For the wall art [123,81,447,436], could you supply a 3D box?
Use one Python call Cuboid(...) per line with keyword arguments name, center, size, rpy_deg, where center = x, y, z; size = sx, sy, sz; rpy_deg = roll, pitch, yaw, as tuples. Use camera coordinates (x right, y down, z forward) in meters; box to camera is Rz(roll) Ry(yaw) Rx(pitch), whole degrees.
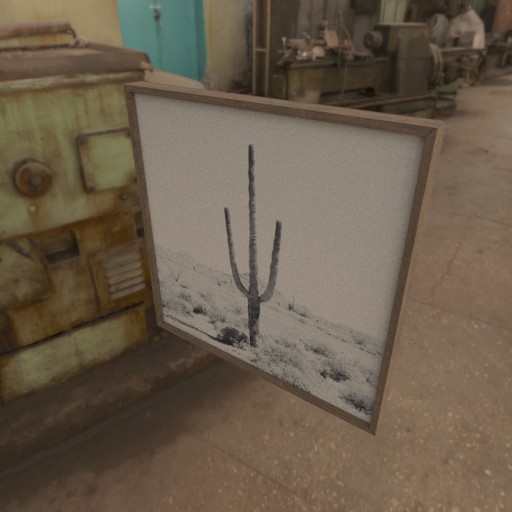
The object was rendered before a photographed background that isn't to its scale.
Cuboid(name="wall art", center=(0.000, 0.000, 0.749), size=(0.508, 0.508, 0.038), rpy_deg=(19, 35, 29))
